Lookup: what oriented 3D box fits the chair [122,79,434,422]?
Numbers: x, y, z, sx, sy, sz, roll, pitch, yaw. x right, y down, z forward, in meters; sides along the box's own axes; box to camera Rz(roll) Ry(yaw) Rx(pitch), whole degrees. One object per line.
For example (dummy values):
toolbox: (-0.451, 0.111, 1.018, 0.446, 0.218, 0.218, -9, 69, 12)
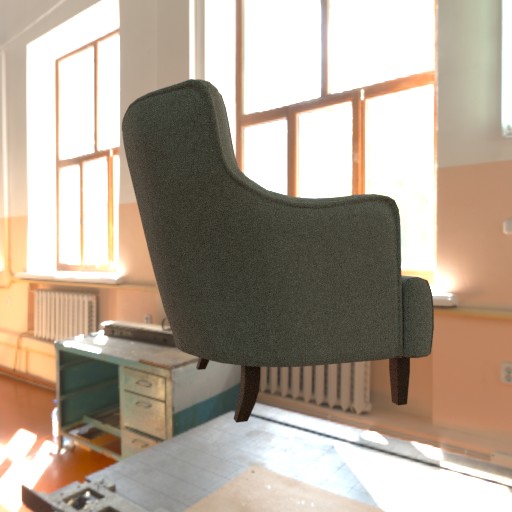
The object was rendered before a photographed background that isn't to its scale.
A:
chair: (0.000, 0.000, 1.550, 0.910, 0.920, 0.820, 0, 0, -18)
